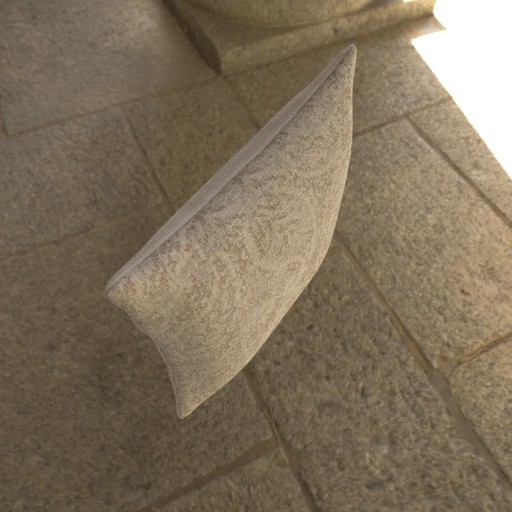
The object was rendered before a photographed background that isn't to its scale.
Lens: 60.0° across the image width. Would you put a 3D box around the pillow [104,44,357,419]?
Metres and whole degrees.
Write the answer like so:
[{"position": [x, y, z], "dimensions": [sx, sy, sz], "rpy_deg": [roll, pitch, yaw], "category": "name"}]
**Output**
[{"position": [0.000, 0.000, 0.764], "dimensions": [0.166, 0.510, 0.523], "rpy_deg": [31, 63, 18], "category": "pillow"}]
